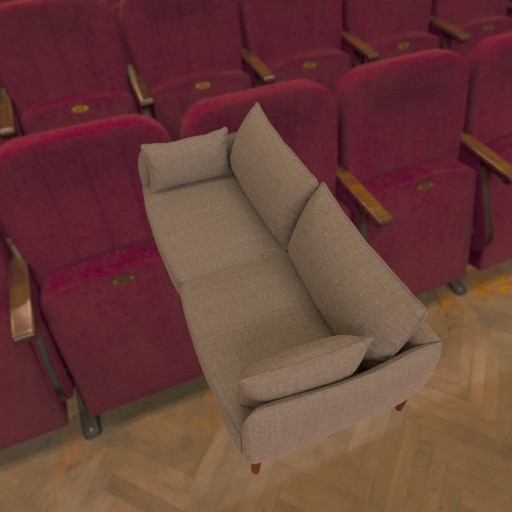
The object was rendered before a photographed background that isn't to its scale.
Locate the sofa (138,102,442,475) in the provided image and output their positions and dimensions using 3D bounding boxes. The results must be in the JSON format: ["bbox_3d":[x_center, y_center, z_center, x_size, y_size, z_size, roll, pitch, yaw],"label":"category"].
[{"bbox_3d":[0.000,0.000,2.501,0.972,0.851,1.989,-17,49,-15],"label":"sofa"}]
